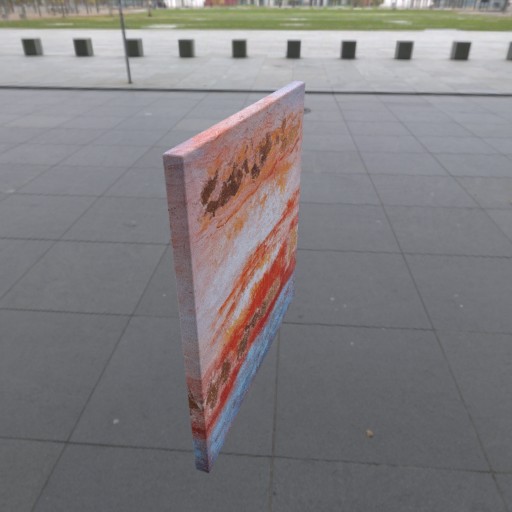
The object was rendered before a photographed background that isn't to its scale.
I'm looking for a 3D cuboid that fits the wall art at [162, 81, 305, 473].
[{"bbox_3d":[0.000,0.000,1.145,0.035,0.747,0.747,10,31,17],"label":"wall art"}]
